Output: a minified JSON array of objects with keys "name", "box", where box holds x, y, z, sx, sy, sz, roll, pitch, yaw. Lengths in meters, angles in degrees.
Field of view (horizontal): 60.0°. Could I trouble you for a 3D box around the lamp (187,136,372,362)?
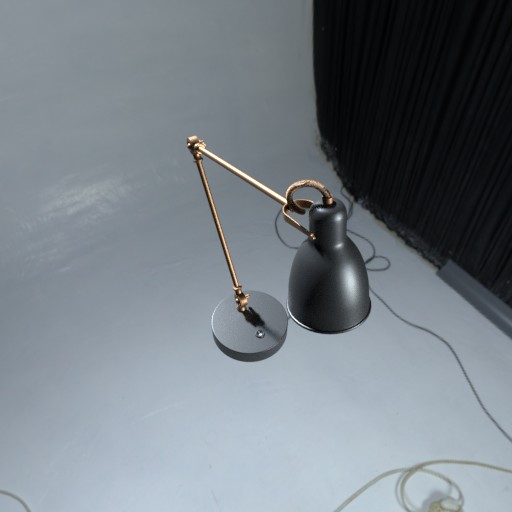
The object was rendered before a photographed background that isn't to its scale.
[{"name":"lamp","box":[0.000,0.000,0.879,0.187,0.587,0.561,-24,51,-21]}]
